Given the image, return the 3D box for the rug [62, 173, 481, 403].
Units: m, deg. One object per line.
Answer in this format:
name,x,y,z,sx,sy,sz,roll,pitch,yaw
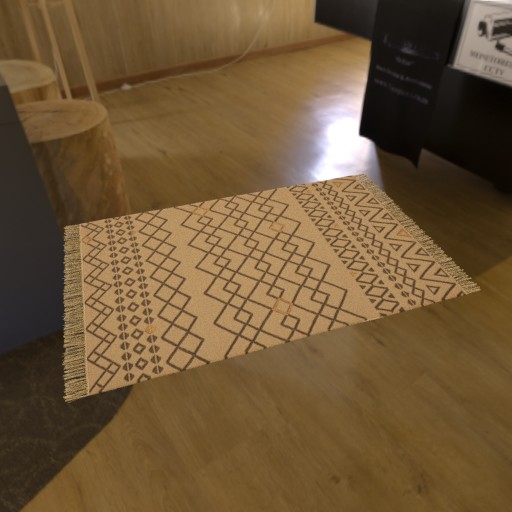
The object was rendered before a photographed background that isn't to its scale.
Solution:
rug,0.000,0.000,2.439,2.023,0.028,1.224,-12,42,-14
